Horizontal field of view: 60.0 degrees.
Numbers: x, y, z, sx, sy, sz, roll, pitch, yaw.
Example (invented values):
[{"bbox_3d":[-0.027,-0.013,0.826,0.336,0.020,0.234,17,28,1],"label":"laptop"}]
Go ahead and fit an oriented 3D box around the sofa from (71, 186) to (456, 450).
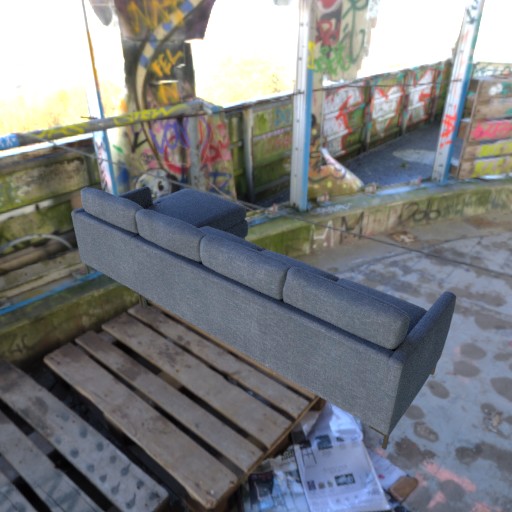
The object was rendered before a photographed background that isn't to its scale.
[{"bbox_3d":[0.000,0.000,3.409,2.932,0.810,1.350,22,36,34],"label":"sofa"}]
